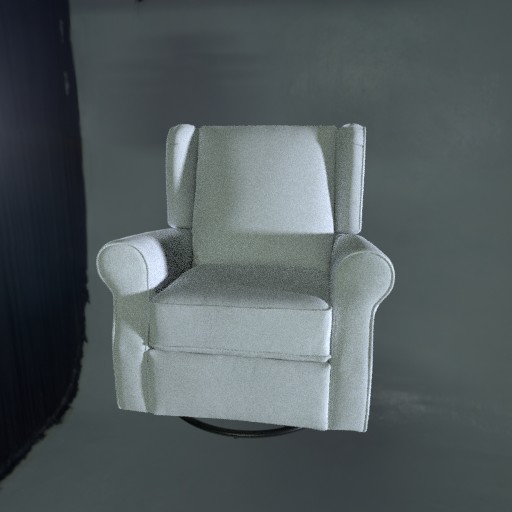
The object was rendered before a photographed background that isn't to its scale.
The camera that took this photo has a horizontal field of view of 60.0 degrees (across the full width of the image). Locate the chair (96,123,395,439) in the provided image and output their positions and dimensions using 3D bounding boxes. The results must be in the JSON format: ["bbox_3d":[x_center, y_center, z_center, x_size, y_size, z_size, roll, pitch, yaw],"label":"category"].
[{"bbox_3d":[0.000,0.000,1.671,0.906,0.967,0.854,2,16,8],"label":"chair"}]
